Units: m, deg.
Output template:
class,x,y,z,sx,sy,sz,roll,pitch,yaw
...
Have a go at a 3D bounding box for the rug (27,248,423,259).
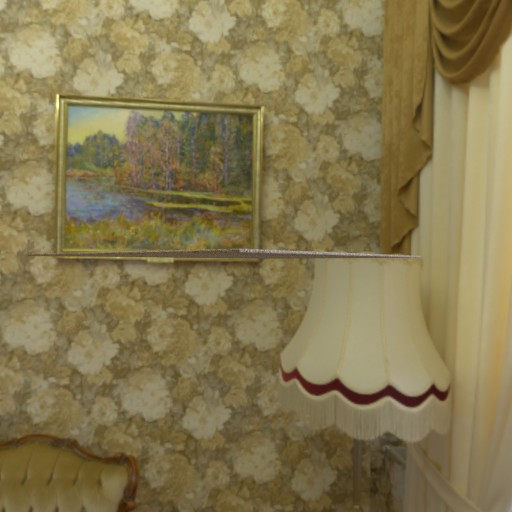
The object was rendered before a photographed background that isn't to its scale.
class,x,y,z,sx,sy,sz,roll,pitch,yaw
rug,0.000,0.000,2.975,1.547,0.013,2.283,-1,-1,36
